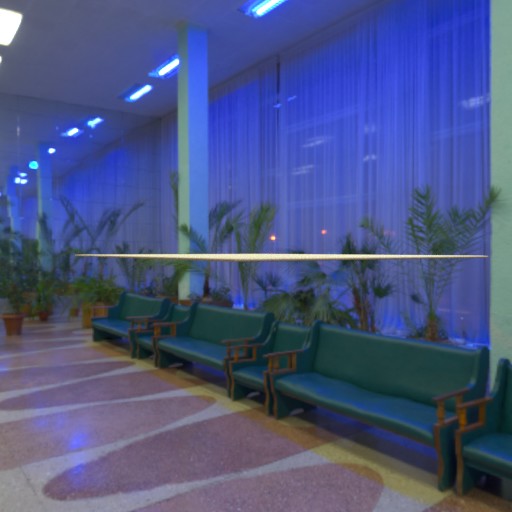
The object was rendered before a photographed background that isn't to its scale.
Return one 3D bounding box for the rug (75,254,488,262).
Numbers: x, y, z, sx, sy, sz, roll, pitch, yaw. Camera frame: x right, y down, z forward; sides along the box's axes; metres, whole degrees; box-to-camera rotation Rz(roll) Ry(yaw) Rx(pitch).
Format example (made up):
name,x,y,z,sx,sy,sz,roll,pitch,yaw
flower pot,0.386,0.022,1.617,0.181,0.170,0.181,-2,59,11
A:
name,x,y,z,sx,sy,sz,roll,pitch,yaw
rug,0.000,0.000,4.093,2.462,0.018,3.039,0,1,-36
